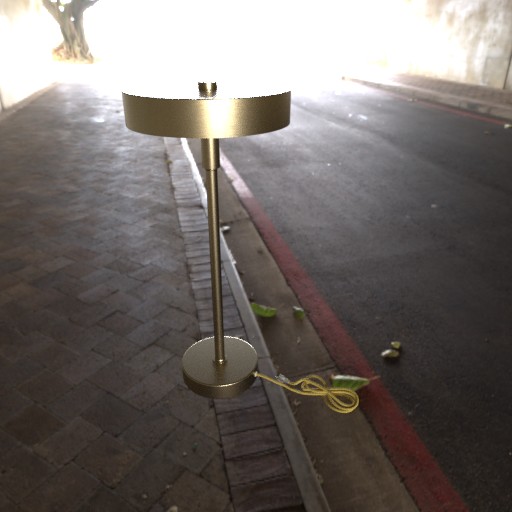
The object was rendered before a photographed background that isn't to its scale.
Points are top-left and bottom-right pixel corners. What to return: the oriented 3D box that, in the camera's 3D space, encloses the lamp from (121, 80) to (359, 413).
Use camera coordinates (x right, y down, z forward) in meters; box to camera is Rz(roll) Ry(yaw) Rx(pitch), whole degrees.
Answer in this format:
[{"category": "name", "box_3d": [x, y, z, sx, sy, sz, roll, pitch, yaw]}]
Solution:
[{"category": "lamp", "box_3d": [0.000, 0.000, 0.696, 0.369, 0.508, 0.229, 9, 28, 18]}]
